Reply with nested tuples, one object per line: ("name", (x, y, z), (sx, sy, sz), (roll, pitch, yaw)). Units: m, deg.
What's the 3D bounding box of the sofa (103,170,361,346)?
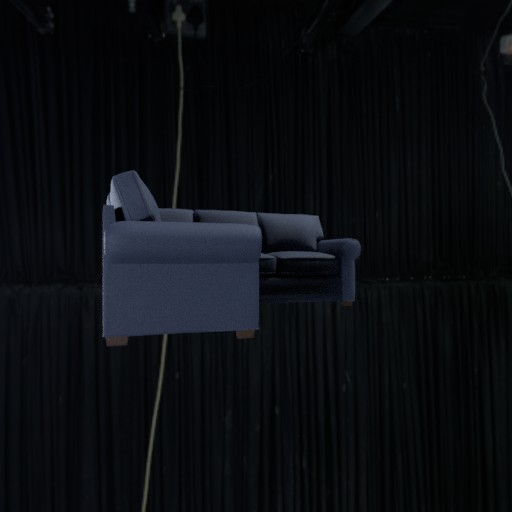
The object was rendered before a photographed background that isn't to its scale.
("sofa", (0.000, 0.000, 3.974), (2.562, 1.042, 2.487), (0, 0, -18))
